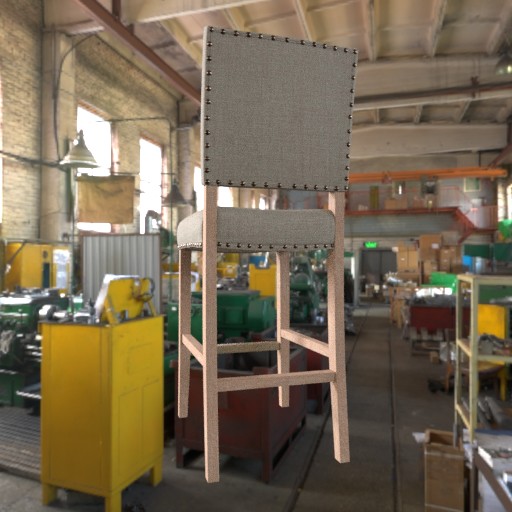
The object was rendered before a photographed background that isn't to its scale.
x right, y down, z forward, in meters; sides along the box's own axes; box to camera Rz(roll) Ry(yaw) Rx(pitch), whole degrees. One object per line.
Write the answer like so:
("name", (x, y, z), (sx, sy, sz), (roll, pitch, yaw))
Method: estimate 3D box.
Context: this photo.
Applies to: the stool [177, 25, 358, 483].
("stool", (0.000, 0.000, 1.438), (0.445, 1.173, 0.585), (0, -1, -17))
